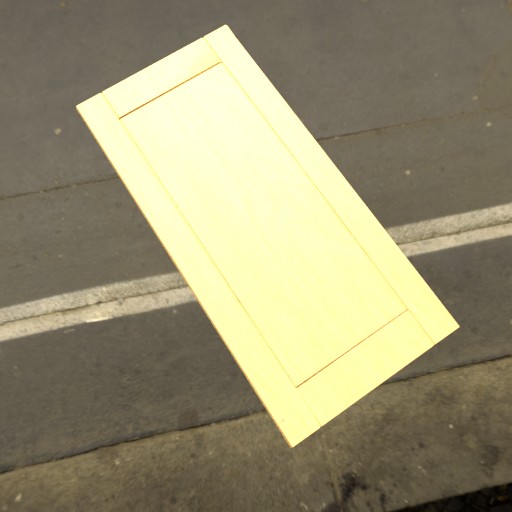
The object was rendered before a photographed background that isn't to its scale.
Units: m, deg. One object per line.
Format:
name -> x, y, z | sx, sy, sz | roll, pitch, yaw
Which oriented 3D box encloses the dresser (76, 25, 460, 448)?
dresser -> 0.000, 0.000, 1.402 | 0.440, 0.835, 0.915 | -33, 77, -8
